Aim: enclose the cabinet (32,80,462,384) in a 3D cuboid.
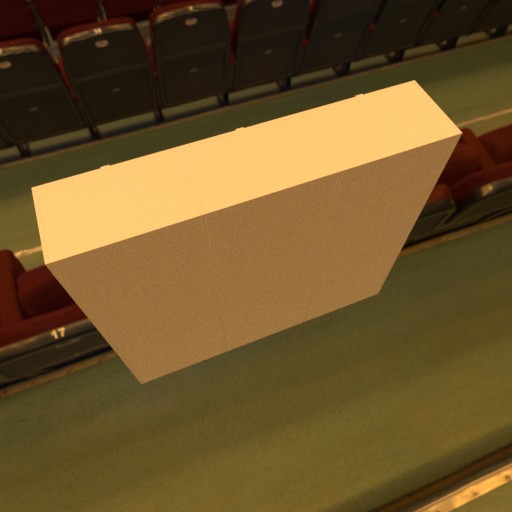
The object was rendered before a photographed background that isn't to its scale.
[{"bbox_3d":[0.000,0.000,3.818,2.700,2.370,0.590,-19,61,-11],"label":"cabinet"}]
